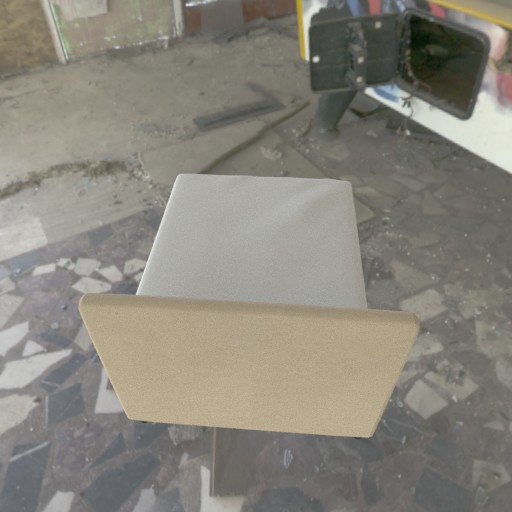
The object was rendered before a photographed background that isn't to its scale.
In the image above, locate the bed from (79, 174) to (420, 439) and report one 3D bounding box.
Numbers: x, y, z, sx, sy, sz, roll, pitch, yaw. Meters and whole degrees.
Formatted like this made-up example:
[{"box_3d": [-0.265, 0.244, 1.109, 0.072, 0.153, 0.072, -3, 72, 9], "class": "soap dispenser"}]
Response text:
[{"box_3d": [0.000, 0.000, 3.293, 1.723, 1.330, 2.142, 3, 45, 3], "class": "bed"}]
